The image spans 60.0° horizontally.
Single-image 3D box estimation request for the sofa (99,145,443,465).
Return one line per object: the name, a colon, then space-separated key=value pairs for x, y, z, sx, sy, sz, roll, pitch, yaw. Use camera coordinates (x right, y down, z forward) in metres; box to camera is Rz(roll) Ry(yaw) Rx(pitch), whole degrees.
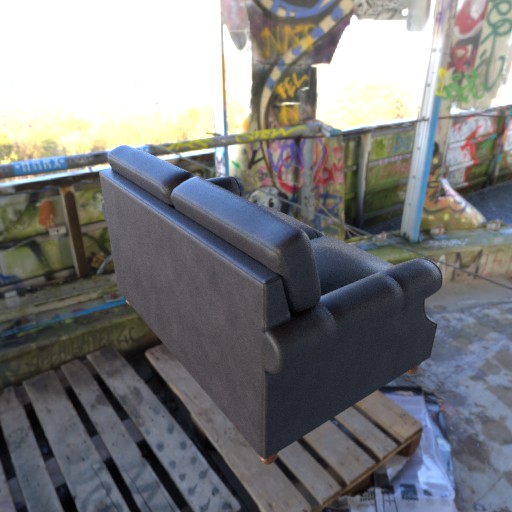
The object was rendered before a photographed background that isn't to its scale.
sofa: x=0.000 y=0.000 z=2.277 sx=1.030 sy=0.979 sz=1.663 roll=-18 pitch=32 yaw=-31
